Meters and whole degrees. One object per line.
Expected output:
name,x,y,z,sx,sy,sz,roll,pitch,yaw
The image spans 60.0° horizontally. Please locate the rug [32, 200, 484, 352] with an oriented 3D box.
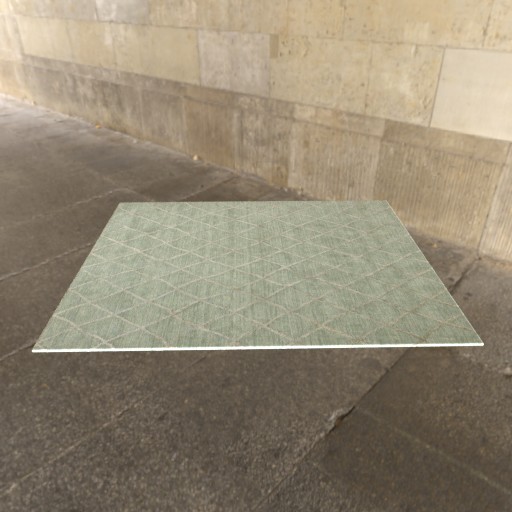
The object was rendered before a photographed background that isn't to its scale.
rug,0.000,0.000,4.017,3.039,0.019,2.420,-1,31,-1
